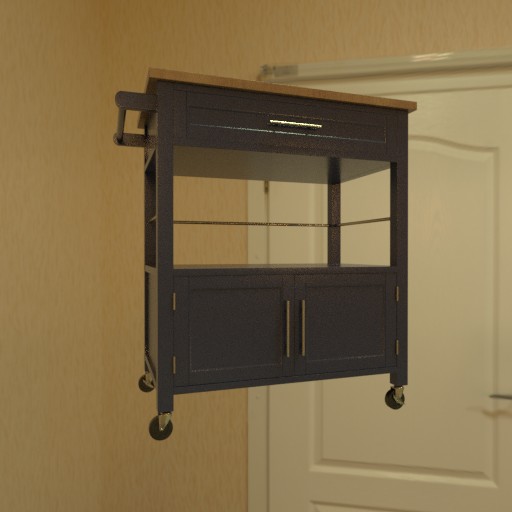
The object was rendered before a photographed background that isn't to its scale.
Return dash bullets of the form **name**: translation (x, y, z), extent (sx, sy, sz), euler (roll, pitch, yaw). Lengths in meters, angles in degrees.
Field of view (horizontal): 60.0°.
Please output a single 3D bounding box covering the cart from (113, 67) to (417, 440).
- **cart**: translation (0.000, 0.000, 1.378), extent (0.840, 0.901, 0.459), euler (0, 0, -18)
